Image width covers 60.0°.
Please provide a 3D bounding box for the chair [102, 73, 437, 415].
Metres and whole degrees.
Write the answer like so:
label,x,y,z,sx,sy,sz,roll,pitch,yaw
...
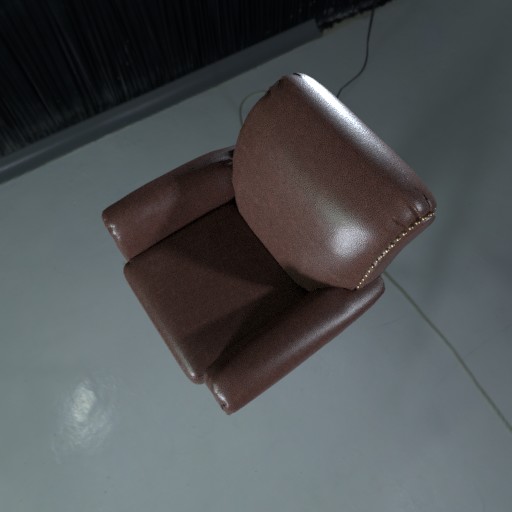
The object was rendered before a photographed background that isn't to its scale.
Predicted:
label,x,y,z,sx,sy,sz,roll,pitch,yaw
chair,0.000,0.000,1.657,0.890,0.927,0.854,-32,68,-15
